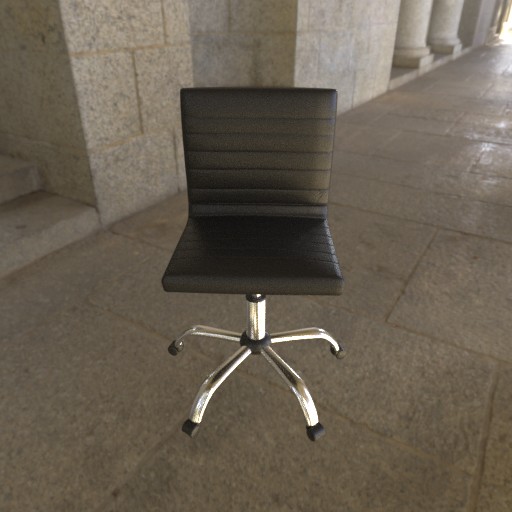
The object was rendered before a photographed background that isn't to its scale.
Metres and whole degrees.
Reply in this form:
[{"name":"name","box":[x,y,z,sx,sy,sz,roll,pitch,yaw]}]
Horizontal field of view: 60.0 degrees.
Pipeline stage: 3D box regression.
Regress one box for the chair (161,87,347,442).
[{"name":"chair","box":[0.000,0.000,1.147,0.556,0.780,0.530,1,30,2]}]
